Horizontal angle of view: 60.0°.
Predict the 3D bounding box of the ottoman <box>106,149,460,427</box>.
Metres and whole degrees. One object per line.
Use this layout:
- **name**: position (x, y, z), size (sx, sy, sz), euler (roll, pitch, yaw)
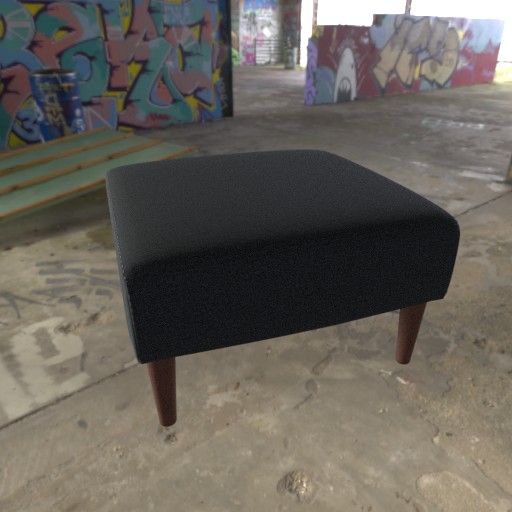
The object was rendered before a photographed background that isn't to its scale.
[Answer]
- **ottoman**: position (0.000, 0.000, 1.094), size (0.650, 0.398, 0.649), euler (-9, 28, -17)
